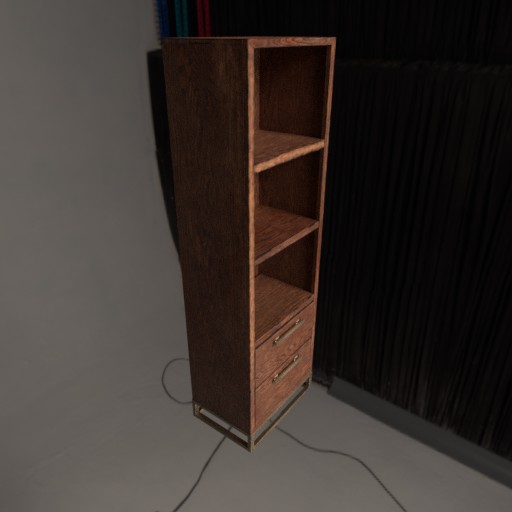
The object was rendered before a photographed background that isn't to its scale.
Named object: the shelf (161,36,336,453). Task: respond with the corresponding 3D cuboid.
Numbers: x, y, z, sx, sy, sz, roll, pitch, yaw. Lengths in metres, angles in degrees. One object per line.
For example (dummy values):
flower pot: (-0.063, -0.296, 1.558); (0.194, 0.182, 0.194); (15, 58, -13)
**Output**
shelf: (0.000, 0.000, 1.958); (0.395, 1.732, 0.539); (19, 33, 33)
